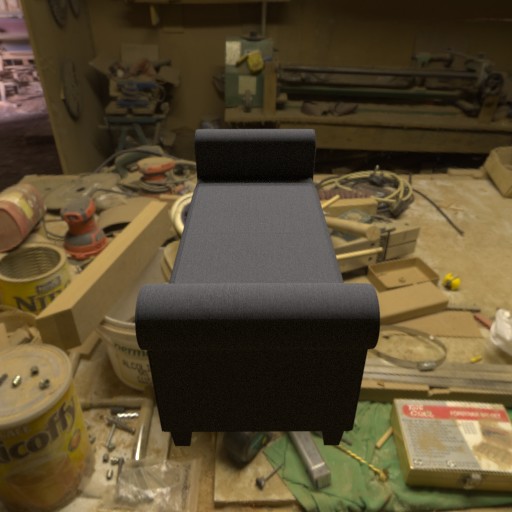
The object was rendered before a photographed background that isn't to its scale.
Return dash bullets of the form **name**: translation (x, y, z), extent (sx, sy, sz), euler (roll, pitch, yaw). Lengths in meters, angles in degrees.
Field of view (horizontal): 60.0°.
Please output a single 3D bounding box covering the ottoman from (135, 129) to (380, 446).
- **ottoman**: translation (0.000, 0.000, 1.550), extent (0.521, 0.547, 1.256), euler (0, 33, 0)
